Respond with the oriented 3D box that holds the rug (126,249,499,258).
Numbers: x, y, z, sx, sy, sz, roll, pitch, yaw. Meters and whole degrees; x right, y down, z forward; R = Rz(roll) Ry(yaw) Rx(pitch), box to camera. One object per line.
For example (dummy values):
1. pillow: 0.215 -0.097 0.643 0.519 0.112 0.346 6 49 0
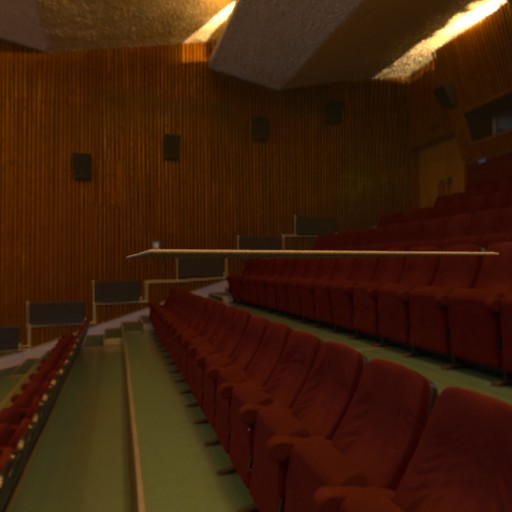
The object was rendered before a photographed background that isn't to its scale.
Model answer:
1. rug: 0.000 0.000 2.267 1.224 0.012 1.847 0 -1 -18
